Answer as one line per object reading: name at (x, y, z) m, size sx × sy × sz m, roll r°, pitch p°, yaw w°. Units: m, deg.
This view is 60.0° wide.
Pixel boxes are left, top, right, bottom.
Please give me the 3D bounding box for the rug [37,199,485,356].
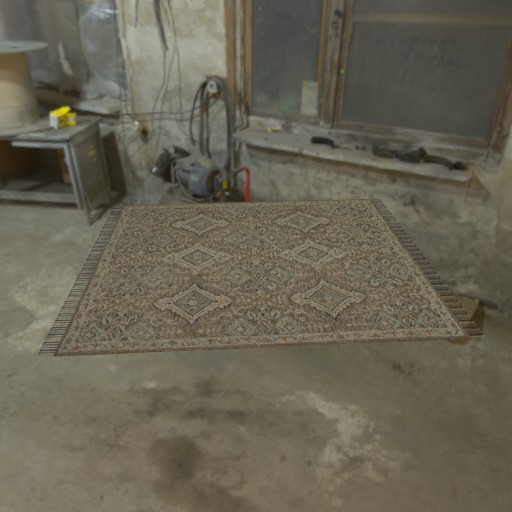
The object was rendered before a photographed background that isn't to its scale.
rug at (0.000, 0.000, 4.055) m, size 3.056 × 0.010 × 2.437 m, roll -2°, pitch 31°, yaw -3°
